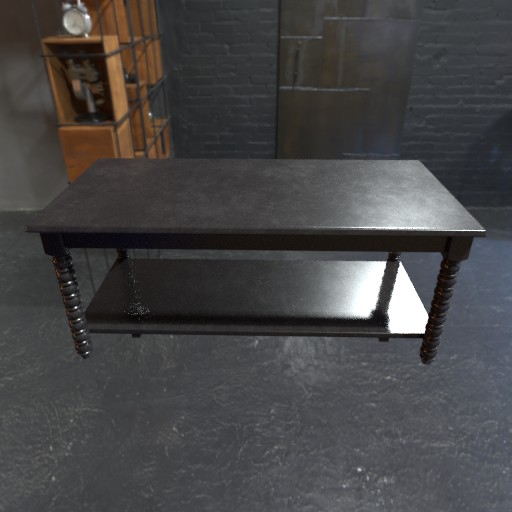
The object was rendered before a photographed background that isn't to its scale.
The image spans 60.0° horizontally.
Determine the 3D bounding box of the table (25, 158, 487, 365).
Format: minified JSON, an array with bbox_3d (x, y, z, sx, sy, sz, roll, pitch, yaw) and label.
[{"bbox_3d":[0.000,0.000,1.480,1.171,0.487,0.580,1,30,1],"label":"table"}]
